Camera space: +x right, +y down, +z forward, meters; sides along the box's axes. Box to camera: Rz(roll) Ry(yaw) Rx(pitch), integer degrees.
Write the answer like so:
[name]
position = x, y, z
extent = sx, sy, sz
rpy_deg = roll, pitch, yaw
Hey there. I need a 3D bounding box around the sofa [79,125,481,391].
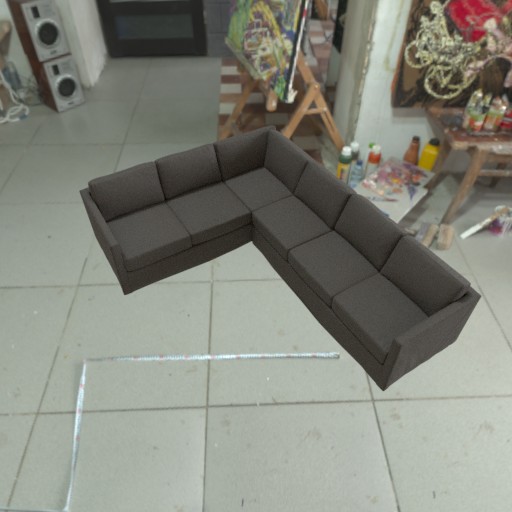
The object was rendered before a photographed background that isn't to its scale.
[sofa]
position = 0.000, 0.000, 4.316
extent = 2.432, 0.871, 3.182
rpy_deg = -24, 50, -22
